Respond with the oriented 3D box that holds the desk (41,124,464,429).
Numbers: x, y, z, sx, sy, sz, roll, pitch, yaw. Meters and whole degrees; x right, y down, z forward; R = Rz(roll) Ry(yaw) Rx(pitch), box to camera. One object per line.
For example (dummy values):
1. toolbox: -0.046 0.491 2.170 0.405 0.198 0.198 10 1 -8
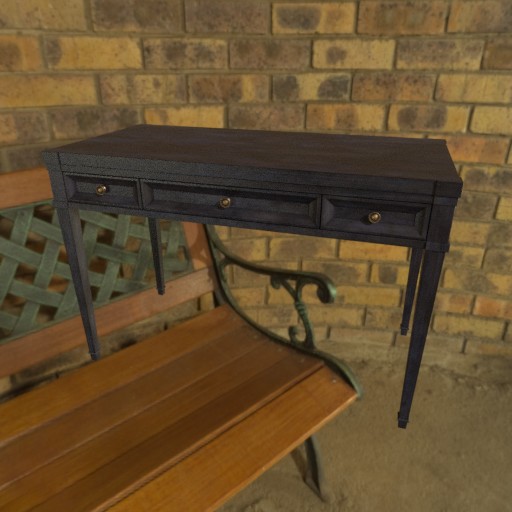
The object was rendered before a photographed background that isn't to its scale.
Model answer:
1. desk: 0.000 0.000 1.739 1.289 0.861 0.630 7 26 16
